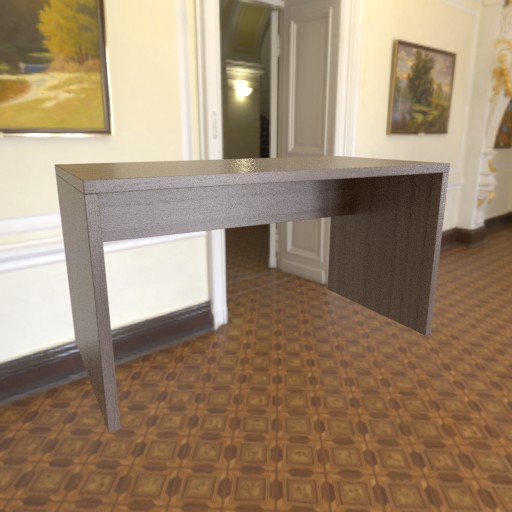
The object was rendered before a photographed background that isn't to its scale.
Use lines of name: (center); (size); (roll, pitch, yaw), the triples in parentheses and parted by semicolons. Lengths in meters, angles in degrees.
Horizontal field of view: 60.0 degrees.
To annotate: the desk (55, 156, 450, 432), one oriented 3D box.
desk: (0.000, 0.000, 1.826); (1.380, 0.745, 0.690); (-8, 18, -28)
